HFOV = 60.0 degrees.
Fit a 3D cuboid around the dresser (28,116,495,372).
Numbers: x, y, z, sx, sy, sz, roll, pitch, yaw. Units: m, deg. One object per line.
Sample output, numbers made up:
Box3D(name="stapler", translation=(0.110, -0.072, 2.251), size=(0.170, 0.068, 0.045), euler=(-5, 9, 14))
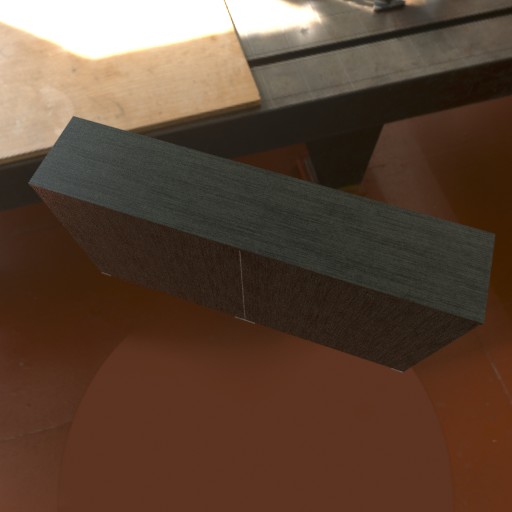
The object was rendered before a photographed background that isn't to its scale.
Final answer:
Box3D(name="dresser", translation=(0.000, 0.000, 1.838), size=(1.535, 0.790, 0.333), euler=(17, 66, 8))
